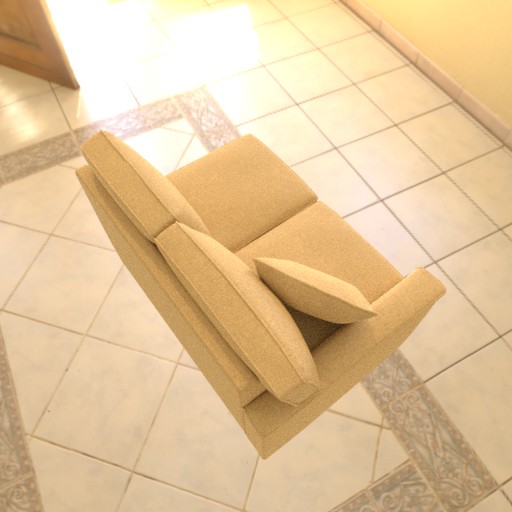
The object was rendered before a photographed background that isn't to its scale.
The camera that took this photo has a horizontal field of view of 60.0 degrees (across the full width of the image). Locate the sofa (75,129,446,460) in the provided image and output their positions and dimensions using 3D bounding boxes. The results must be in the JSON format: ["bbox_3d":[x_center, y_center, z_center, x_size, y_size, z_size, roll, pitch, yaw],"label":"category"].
[{"bbox_3d":[0.000,0.000,2.097,0.991,0.989,1.388,-33,64,-19],"label":"sofa"}]
